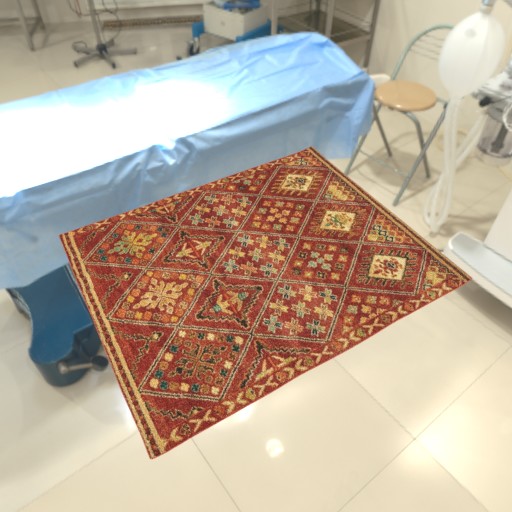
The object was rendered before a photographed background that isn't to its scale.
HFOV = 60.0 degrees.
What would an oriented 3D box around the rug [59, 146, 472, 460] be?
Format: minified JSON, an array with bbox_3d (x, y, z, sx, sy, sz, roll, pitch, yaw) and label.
[{"bbox_3d":[0.000,0.000,4.182,3.086,0.030,2.489,-23,51,-21],"label":"rug"}]
